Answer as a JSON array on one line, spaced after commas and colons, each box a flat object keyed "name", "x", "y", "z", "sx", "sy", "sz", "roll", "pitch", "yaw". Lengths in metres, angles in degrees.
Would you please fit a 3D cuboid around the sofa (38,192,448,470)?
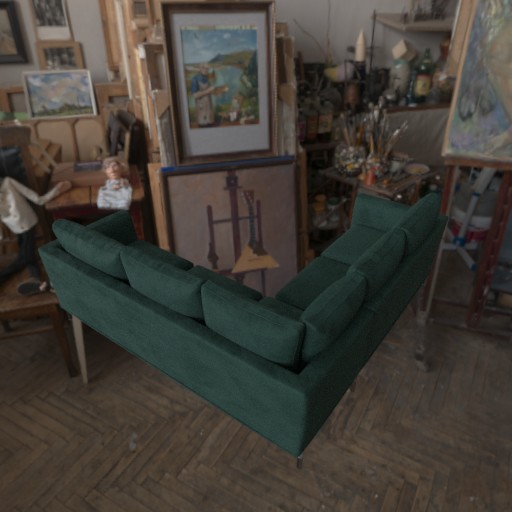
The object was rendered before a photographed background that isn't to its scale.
[{"name": "sofa", "x": 0.000, "y": 0.000, "z": 3.817, "sx": 2.452, "sy": 1.004, "sz": 2.468, "roll": 22, "pitch": 38, "yaw": 30}]
